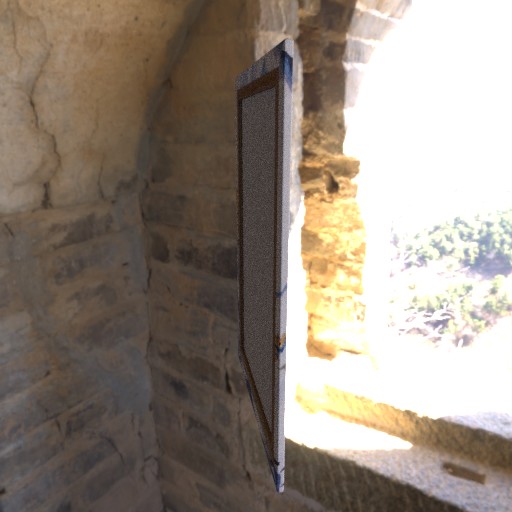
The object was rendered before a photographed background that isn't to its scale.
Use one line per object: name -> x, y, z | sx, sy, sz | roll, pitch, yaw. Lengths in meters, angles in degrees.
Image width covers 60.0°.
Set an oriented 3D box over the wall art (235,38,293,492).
wall art -> 0.000, 0.000, 1.137 | 0.016, 0.914, 0.610 | -3, 17, -10
